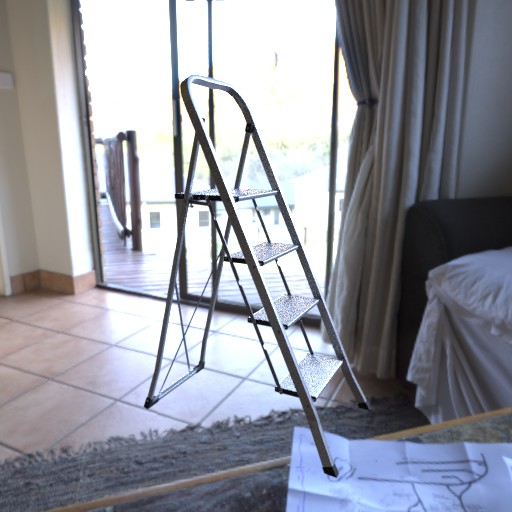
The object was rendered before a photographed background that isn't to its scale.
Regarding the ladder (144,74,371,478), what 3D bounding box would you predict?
[{"bbox_3d":[0.000,0.000,1.674,0.830,1.290,0.465,7,14,27],"label":"ladder"}]
